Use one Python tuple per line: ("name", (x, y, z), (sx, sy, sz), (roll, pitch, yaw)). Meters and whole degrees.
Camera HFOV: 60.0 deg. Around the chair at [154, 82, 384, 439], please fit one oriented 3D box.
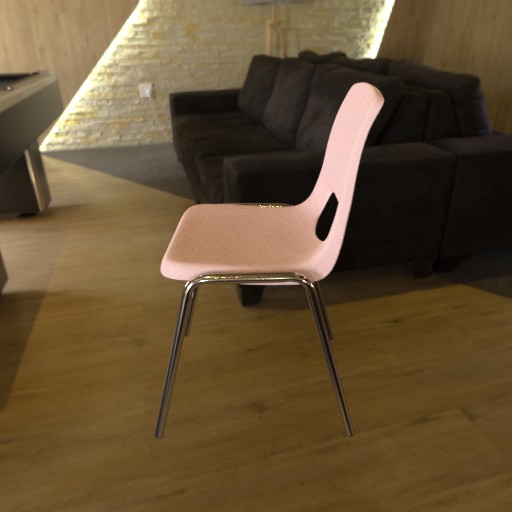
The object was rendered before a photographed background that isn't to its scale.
("chair", (0.000, 0.000, 0.967), (0.436, 0.704, 0.381), (0, 27, 1))
